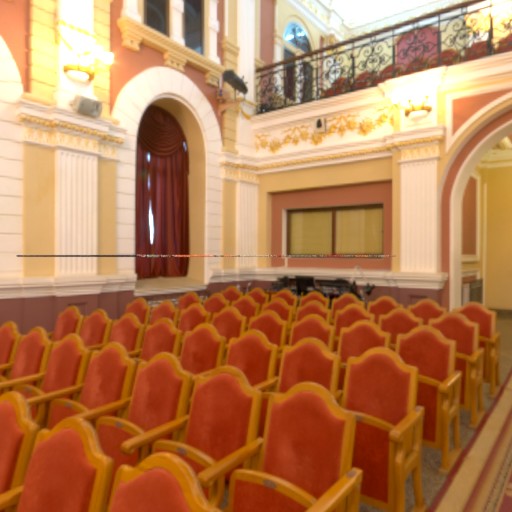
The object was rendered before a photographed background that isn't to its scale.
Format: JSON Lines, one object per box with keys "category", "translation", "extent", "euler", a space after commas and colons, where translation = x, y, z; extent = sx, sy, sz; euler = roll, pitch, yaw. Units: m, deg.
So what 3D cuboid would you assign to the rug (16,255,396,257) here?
{"category": "rug", "translation": [0.000, 0.000, 2.611], "extent": [0.832, 0.008, 2.362], "euler": [0, 0, 37]}
